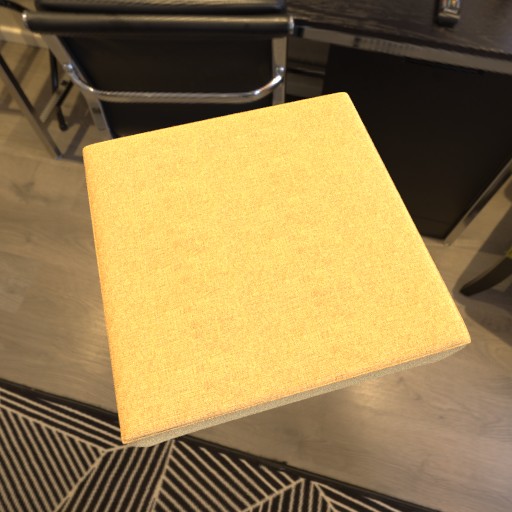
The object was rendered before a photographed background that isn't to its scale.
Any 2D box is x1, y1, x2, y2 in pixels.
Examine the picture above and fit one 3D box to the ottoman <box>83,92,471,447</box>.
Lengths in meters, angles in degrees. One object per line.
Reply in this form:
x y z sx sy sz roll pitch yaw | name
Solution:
0.000 0.000 1.492 0.970 0.378 0.981 -14 65 -7 | ottoman
